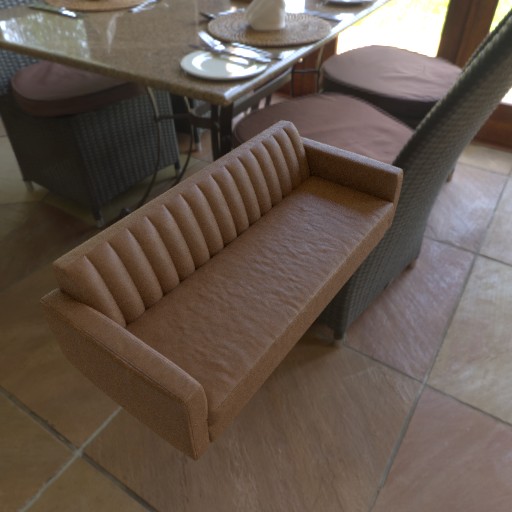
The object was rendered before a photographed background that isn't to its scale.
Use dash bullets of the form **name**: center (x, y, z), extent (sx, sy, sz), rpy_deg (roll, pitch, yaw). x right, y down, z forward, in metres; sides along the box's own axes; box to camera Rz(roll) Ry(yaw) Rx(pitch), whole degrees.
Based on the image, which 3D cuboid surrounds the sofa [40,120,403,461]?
- **sofa**: center (0.000, 0.000, 2.749), extent (0.990, 0.821, 2.291), rpy_deg (26, 47, 26)
